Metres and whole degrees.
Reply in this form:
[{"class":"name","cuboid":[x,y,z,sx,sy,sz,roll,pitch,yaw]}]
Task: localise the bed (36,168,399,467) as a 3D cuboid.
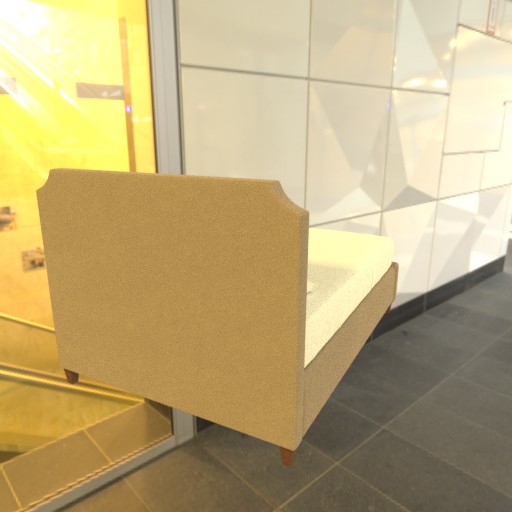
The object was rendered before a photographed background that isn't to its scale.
[{"class":"bed","cuboid":[0.000,0.000,3.357,1.703,1.415,2.329,8,18,27]}]
